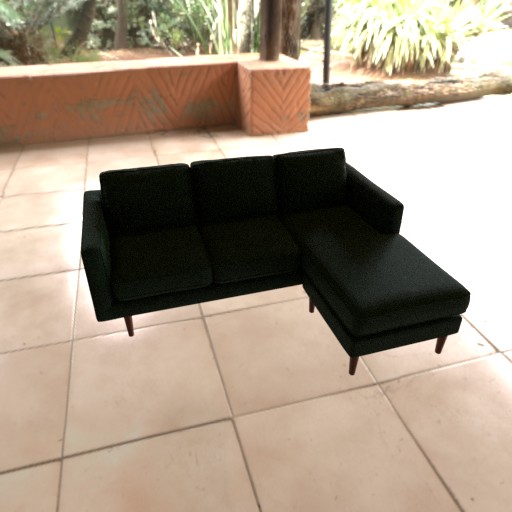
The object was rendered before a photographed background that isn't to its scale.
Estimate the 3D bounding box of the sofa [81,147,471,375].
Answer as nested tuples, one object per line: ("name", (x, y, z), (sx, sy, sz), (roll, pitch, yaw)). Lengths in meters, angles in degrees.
("sofa", (0.000, 0.000, 2.818), (2.030, 0.899, 1.580), (-9, 33, -14))
